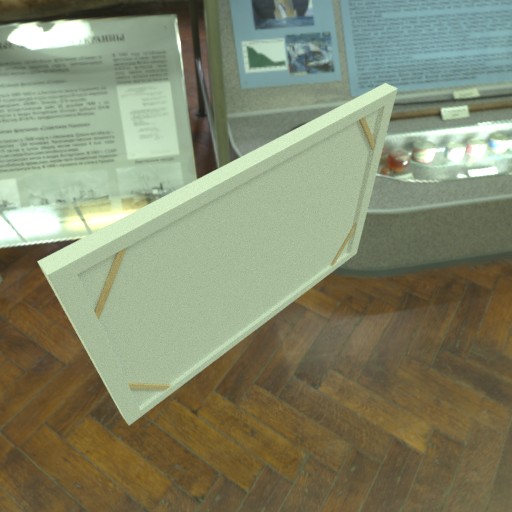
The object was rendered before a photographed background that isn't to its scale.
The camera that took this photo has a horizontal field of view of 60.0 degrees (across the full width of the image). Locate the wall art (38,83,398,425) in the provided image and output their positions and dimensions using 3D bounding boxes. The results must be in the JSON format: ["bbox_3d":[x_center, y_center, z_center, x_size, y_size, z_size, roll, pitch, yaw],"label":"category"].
[{"bbox_3d":[0.000,0.000,1.138,0.914,0.609,0.038,-33,56,-27],"label":"wall art"}]
